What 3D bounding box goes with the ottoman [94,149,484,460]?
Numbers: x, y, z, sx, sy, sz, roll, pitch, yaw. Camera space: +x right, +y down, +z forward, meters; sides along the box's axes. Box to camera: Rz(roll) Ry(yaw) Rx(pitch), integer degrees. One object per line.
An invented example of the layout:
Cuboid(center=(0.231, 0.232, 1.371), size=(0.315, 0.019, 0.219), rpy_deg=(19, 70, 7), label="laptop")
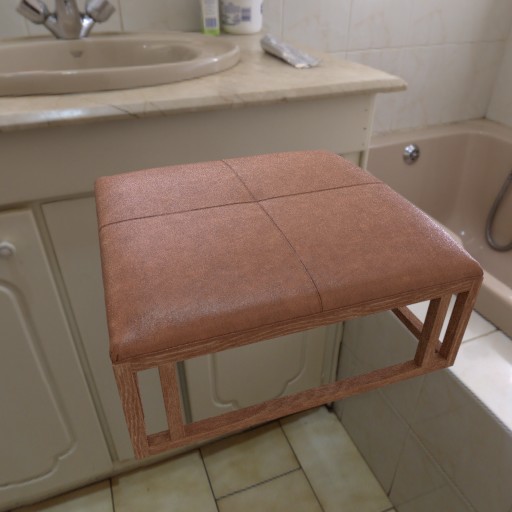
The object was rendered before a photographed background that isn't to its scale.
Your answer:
Cuboid(center=(0.000, 0.000, 1.577), size=(1.016, 0.442, 1.013), rpy_deg=(-11, 35, -16), label="ottoman")
